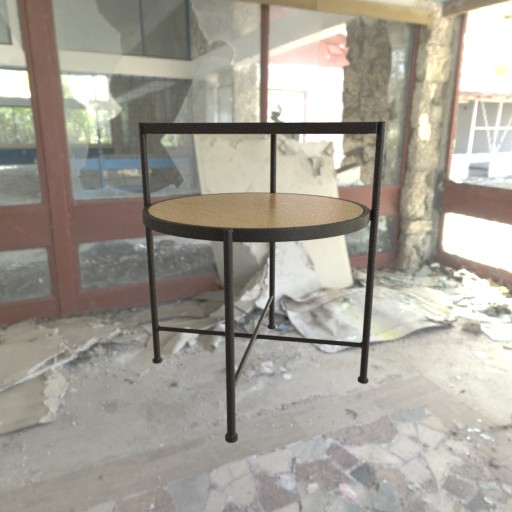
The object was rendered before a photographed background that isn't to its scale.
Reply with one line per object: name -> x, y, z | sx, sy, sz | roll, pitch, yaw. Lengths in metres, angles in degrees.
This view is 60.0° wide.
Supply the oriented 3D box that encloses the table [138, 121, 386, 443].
table -> 0.000, 0.000, 1.183 | 0.629, 0.684, 0.628 | 3, 16, 10
